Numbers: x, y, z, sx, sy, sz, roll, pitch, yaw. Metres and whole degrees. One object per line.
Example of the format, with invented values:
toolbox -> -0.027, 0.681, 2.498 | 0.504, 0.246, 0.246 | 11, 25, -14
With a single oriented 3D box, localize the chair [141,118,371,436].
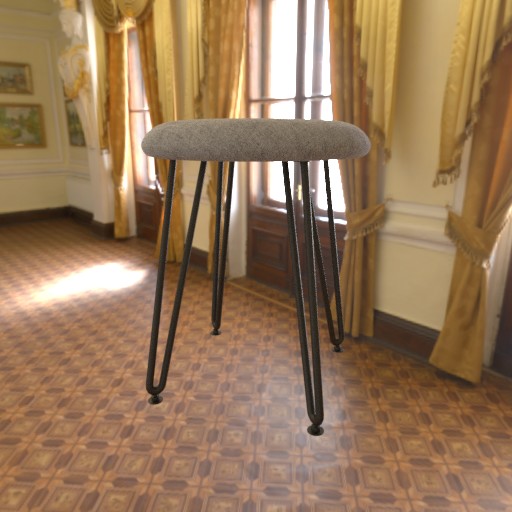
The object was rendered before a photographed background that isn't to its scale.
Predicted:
chair -> 0.000, 0.000, 0.656 | 0.350, 0.386, 0.350 | -8, 18, -27
